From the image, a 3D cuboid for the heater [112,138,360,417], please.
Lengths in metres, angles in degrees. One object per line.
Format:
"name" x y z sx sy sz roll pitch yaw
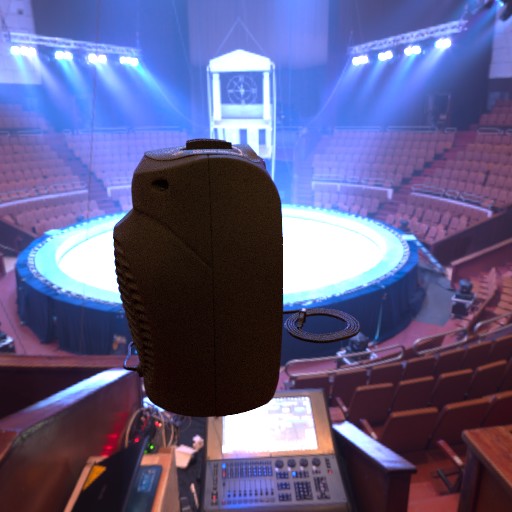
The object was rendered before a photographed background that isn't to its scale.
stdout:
"heater" 0.000 0.000 0.467 0.291 0.240 0.239 -2 16 -8
